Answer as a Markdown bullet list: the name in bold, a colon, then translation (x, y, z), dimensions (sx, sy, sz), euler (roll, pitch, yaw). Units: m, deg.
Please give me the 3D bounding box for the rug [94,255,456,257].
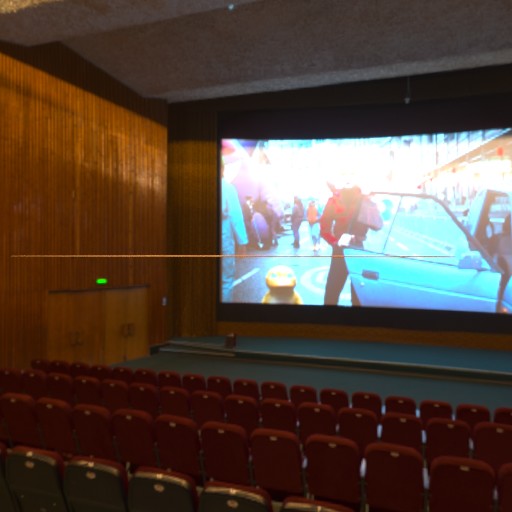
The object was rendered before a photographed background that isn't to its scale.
- **rug**: translation (0.000, 0.000, 4.006), dimensions (3.067, 0.005, 2.460), euler (0, 0, 19)
